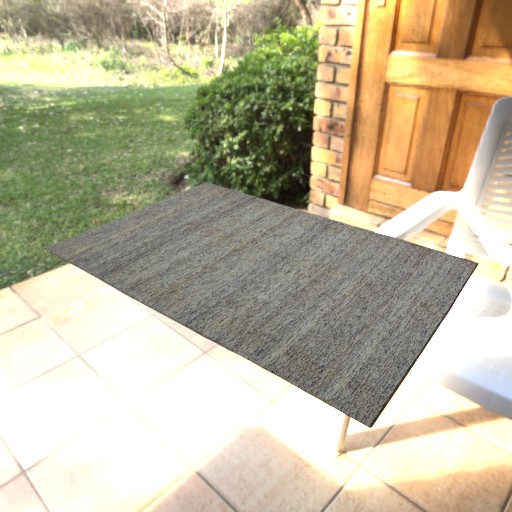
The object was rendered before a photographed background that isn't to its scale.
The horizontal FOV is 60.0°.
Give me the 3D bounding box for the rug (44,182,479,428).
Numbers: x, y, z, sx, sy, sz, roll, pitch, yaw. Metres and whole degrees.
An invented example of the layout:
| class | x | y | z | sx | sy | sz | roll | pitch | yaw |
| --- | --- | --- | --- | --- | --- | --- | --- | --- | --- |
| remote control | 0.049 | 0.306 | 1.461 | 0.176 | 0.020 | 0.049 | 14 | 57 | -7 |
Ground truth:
| class | x | y | z | sx | sy | sz | roll | pitch | yaw |
| --- | --- | --- | --- | --- | --- | --- | --- | --- | --- |
| rug | 0.000 | 0.000 | 2.253 | 1.846 | 0.014 | 1.243 | 21 | 36 | 32 |
